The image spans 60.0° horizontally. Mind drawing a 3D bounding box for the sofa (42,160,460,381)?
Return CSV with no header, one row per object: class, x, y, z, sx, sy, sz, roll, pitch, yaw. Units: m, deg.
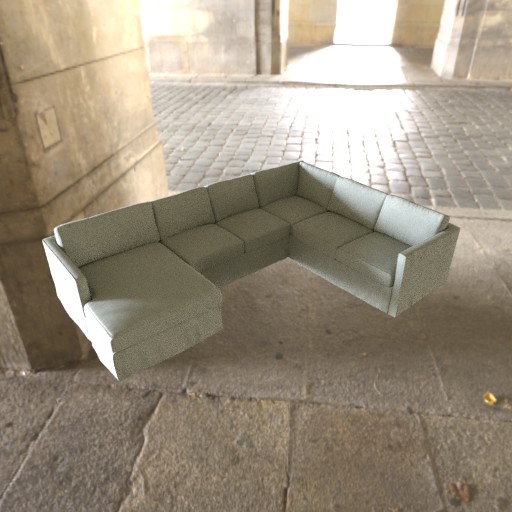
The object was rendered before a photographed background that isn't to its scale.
sofa,0.000,0.000,4.517,3.434,0.869,2.440,-22,37,-33
